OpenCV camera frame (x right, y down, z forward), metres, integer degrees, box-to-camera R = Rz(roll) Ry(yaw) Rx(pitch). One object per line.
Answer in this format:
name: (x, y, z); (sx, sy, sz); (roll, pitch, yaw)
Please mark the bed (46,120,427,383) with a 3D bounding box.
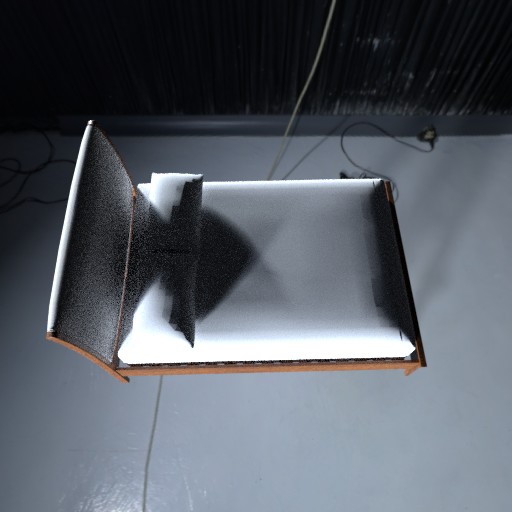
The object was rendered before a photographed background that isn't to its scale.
bed: (0.000, 0.000, 3.306); (2.380, 1.250, 1.612); (-1, 63, -1)
